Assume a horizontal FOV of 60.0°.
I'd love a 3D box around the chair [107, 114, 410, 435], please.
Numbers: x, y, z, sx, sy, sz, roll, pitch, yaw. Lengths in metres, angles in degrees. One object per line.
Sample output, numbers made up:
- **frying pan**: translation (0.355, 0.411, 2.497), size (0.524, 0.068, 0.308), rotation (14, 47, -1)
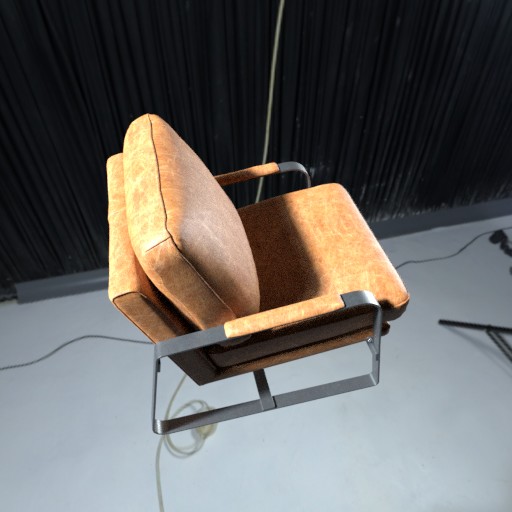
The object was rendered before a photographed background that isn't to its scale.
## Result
- **chair**: translation (0.000, 0.000, 1.381), size (0.801, 0.777, 0.651), rotation (-10, 47, -9)
